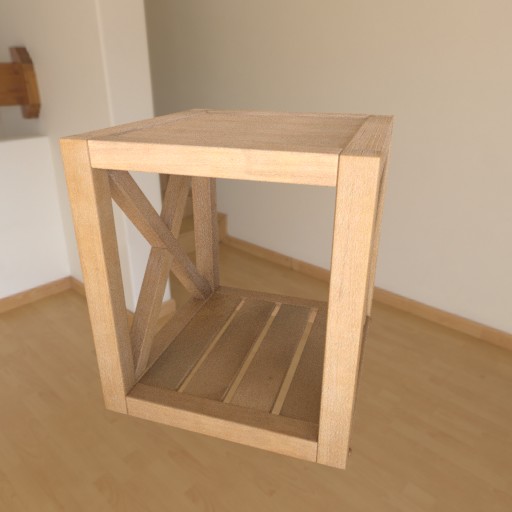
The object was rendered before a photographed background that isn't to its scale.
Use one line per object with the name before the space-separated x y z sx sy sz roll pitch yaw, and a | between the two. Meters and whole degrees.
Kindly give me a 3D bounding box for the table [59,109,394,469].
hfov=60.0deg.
table | 0.000 0.000 1.061 0.558 0.610 0.559 7 25 16
